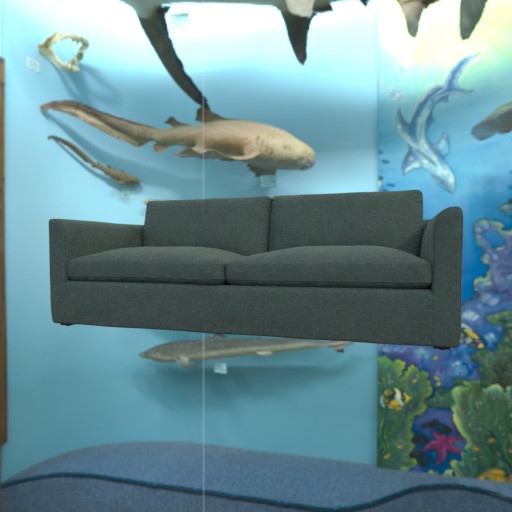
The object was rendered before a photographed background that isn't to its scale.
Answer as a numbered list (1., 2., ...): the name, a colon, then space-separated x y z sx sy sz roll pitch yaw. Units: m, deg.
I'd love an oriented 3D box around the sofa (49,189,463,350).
1. sofa: 0.000 0.000 2.770 2.257 0.838 1.092 0 0 18
